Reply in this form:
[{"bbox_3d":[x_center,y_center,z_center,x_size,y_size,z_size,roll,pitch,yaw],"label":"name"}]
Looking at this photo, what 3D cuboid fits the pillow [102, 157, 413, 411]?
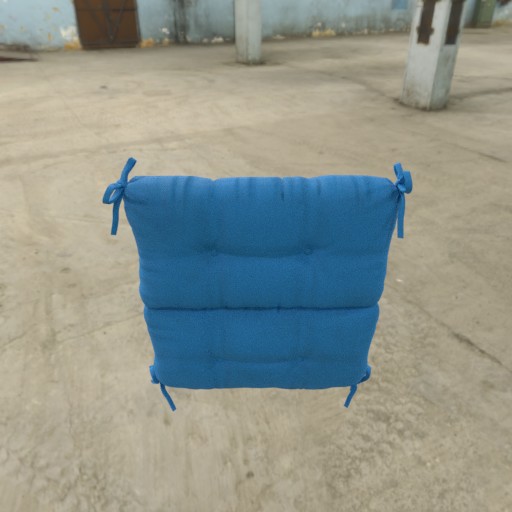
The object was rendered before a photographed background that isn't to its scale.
[{"bbox_3d":[0.000,0.000,1.052,0.519,0.605,0.571,0,30,0],"label":"pillow"}]
